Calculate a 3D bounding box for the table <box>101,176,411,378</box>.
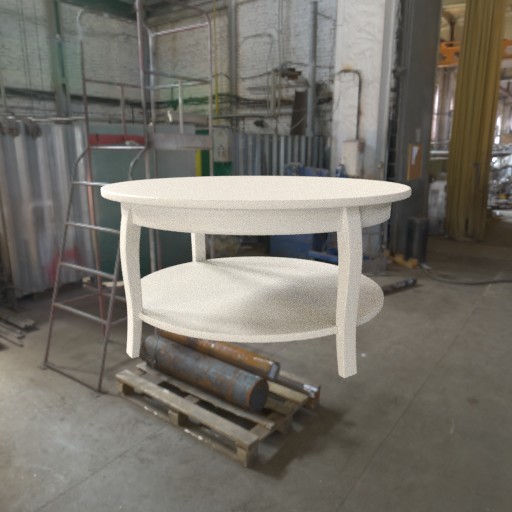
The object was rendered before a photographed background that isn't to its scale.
[{"bbox_3d":[0.000,0.000,1.425,0.910,0.457,0.910,0,13,0],"label":"table"}]
